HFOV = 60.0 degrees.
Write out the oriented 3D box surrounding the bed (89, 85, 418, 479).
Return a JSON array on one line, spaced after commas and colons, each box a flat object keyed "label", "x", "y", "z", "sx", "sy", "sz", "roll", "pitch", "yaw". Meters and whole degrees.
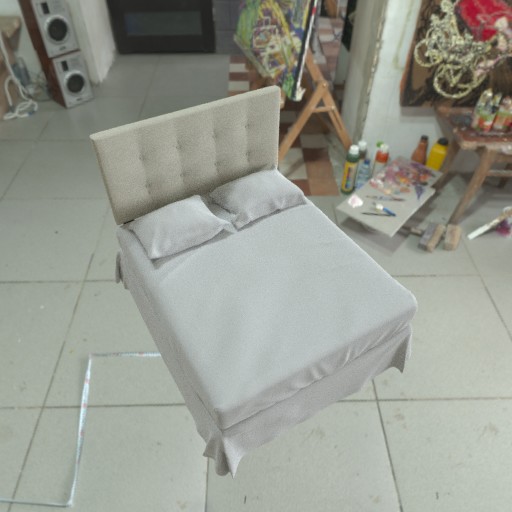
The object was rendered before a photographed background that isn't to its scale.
[{"label": "bed", "x": 0.000, "y": 0.000, "z": 3.457, "sx": 1.936, "sy": 1.577, "sz": 2.222, "roll": -23, "pitch": 50, "yaw": -21}]
